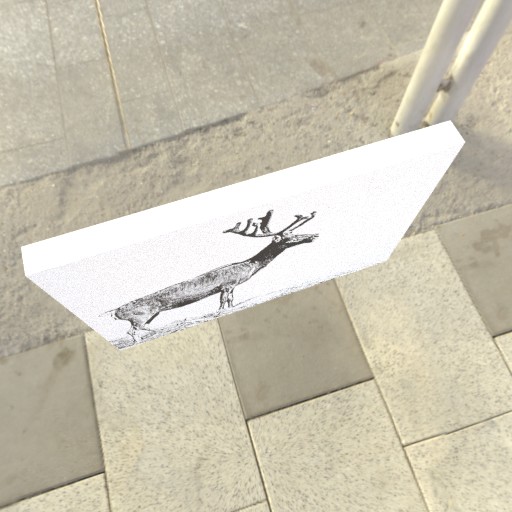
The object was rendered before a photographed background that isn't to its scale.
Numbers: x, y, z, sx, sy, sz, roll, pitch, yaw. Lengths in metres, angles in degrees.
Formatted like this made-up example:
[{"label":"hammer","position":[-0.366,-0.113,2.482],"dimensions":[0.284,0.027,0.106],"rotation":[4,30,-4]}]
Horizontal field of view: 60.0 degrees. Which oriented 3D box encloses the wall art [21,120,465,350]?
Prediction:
[{"label":"wall art","position":[0.000,0.000,0.776],"dimensions":[0.608,0.414,0.042],"rotation":[-18,67,-8]}]
